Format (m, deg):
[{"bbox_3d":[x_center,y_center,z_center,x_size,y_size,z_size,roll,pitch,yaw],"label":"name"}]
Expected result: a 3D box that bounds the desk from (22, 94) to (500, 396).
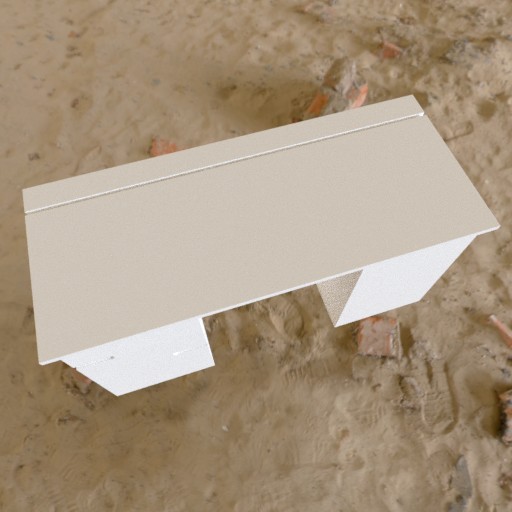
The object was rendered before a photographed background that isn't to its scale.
[{"bbox_3d":[0.000,0.000,1.921,1.580,0.760,0.670,-16,64,-8],"label":"desk"}]
